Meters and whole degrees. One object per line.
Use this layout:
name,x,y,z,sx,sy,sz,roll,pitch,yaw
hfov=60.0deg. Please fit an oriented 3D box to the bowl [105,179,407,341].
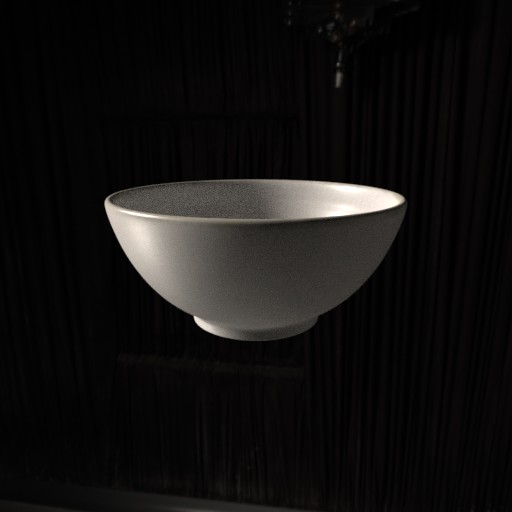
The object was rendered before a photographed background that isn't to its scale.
bowl,0.000,0.000,0.428,0.268,0.121,0.268,0,15,0
